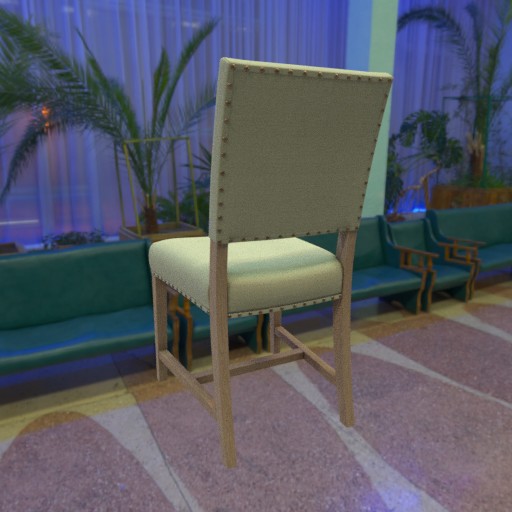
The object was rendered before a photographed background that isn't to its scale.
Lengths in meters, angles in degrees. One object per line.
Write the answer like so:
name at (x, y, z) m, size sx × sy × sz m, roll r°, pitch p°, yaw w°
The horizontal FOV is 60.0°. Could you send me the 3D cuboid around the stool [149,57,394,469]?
stool at (0.000, 0.000, 1.333) m, size 0.508 × 0.986 × 0.623 m, roll -7°, pitch 15°, yaw -26°
